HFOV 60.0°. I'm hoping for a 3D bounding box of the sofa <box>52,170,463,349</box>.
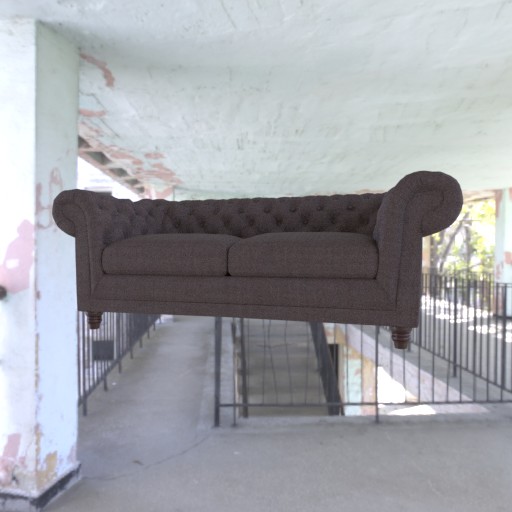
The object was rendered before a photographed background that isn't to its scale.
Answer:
[{"bbox_3d":[0.000,0.000,2.525,2.048,0.780,0.944,0,1,18],"label":"sofa"}]
